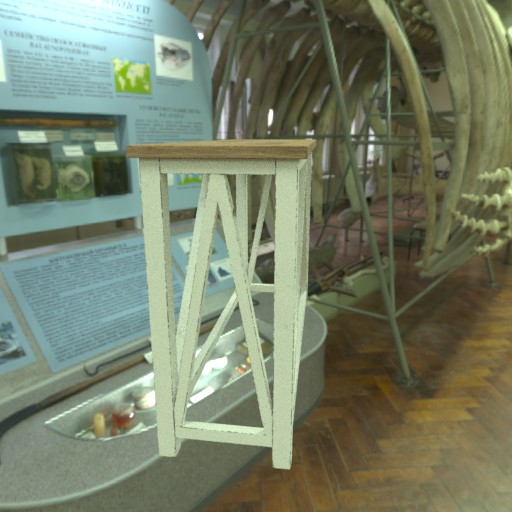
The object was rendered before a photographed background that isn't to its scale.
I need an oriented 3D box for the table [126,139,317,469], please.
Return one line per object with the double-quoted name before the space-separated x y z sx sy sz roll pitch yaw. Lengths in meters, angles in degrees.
"table" 0.000 0.000 1.859 0.450 0.930 1.400 2 15 8
